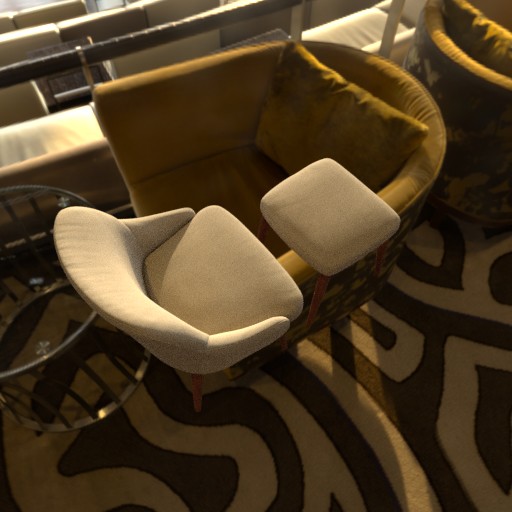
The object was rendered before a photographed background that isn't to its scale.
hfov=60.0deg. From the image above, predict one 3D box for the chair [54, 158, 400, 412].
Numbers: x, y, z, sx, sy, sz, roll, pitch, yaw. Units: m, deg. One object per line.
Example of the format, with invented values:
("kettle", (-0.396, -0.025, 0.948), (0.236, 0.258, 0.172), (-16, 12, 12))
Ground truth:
("chair", (0.000, 0.000, 1.581), (1.114, 0.866, 0.584), (-32, 63, -19))
